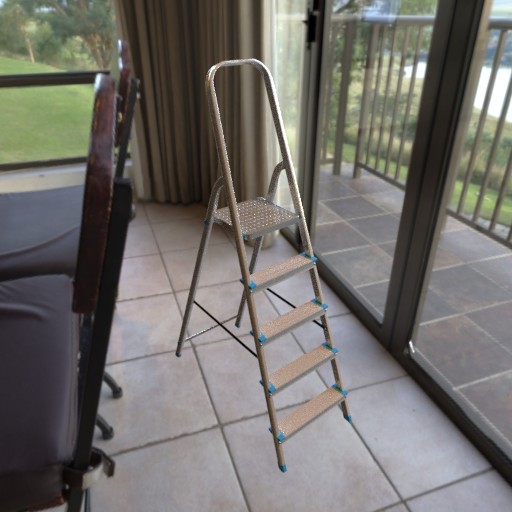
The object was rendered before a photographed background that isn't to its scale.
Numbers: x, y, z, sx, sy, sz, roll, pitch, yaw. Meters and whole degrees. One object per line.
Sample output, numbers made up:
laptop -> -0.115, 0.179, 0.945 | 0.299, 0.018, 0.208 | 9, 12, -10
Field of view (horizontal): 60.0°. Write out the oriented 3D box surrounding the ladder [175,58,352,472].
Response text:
ladder -> 0.000, 0.000, 2.047 | 0.468, 1.648, 0.990 | -22, 36, -32
